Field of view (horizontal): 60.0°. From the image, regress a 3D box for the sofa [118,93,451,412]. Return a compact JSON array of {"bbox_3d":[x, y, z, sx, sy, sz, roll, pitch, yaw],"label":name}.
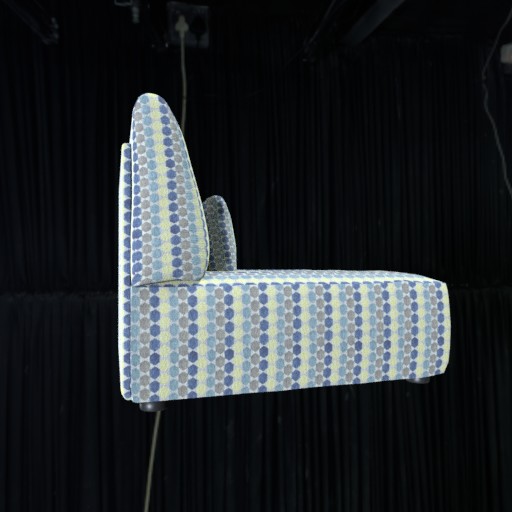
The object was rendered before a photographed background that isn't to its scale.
[{"bbox_3d":[0.000,0.000,1.699,1.000,0.830,0.930,0,-1,-18],"label":"sofa"}]
